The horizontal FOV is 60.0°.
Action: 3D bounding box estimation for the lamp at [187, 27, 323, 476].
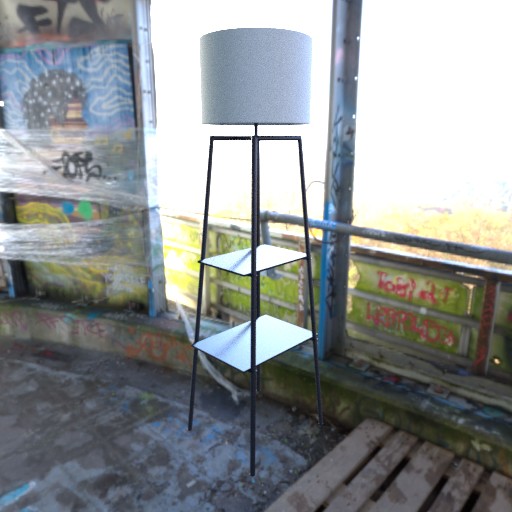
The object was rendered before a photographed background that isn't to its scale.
[{"bbox_3d":[0.000,0.000,1.655,0.384,1.474,0.427,14,20,42],"label":"lamp"}]
